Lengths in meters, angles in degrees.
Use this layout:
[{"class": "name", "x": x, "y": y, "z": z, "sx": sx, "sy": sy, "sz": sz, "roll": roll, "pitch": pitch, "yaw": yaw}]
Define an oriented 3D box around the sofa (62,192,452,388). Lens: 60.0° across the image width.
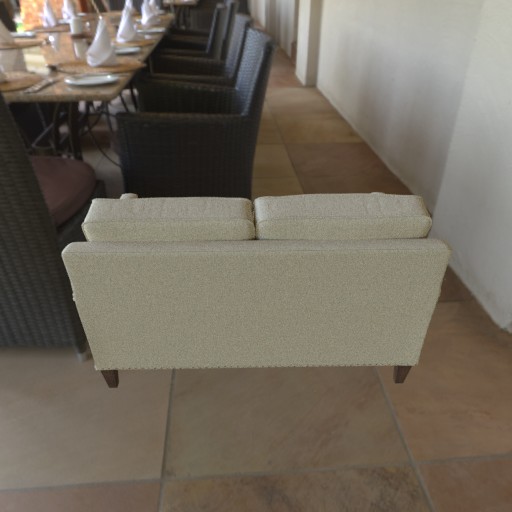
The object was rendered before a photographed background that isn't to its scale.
[{"class": "sofa", "x": 0.000, "y": 0.000, "z": 2.323, "sx": 1.597, "sy": 1.003, "sz": 1.084, "roll": -1, "pitch": 32, "yaw": -1}]
